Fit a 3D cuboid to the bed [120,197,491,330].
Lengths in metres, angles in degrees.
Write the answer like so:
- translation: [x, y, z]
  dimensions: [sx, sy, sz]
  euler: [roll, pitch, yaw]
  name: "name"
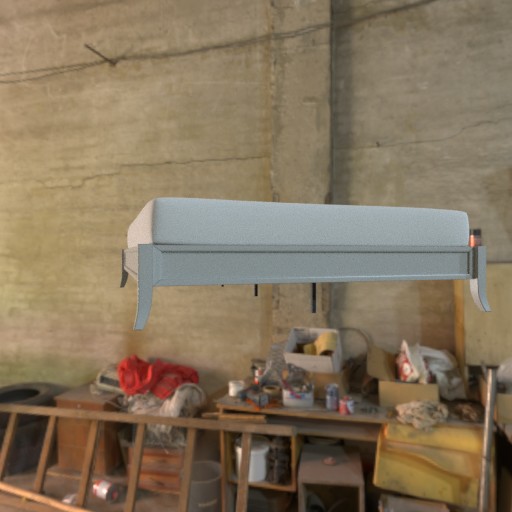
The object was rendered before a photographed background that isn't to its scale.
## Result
- translation: [0.000, 0.000, 2.804]
  dimensions: [1.604, 0.510, 2.108]
  euler: [0, 0, -18]
  name: "bed"
